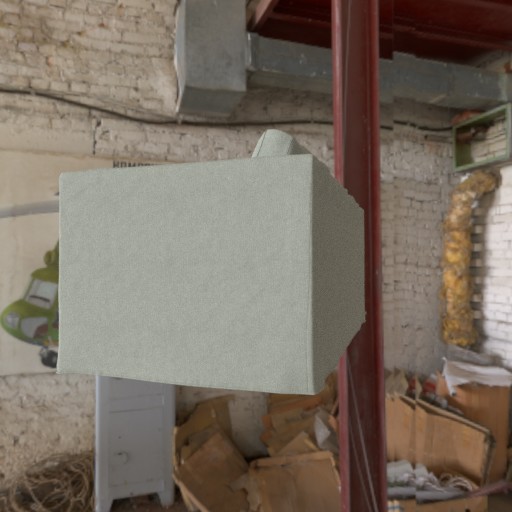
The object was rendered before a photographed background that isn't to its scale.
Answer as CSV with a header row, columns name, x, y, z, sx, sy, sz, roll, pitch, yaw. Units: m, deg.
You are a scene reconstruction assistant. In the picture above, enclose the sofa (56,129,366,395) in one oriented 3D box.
name,x,y,z,sx,sy,sz,roll,pitch,yaw
sofa,0.000,0.000,2.221,0.944,0.830,1.727,0,0,19
